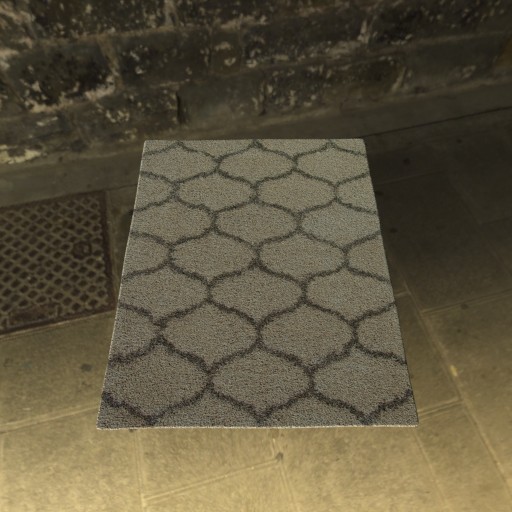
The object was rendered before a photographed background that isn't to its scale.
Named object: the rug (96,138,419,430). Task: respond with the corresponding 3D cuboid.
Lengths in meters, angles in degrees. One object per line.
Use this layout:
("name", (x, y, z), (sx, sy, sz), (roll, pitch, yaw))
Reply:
("rug", (0.000, 0.000, 4.067), (2.399, 0.026, 3.000), (0, 58, 0))
